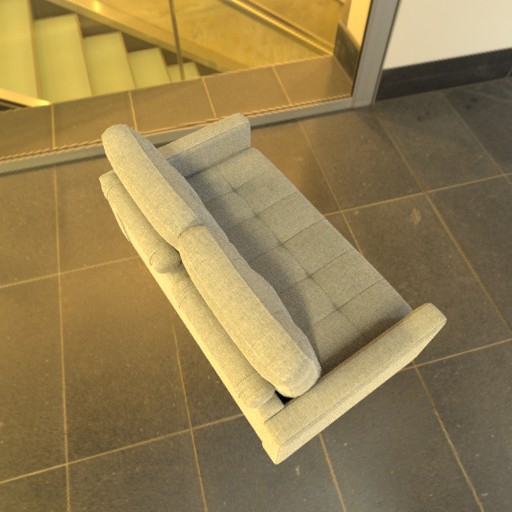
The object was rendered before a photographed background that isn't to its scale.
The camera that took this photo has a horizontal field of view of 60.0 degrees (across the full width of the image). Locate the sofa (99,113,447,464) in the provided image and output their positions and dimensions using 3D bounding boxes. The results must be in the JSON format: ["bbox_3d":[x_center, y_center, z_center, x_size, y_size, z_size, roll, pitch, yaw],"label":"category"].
[{"bbox_3d":[0.000,0.000,1.927,0.842,0.907,1.407,-30,63,-18],"label":"sofa"}]
